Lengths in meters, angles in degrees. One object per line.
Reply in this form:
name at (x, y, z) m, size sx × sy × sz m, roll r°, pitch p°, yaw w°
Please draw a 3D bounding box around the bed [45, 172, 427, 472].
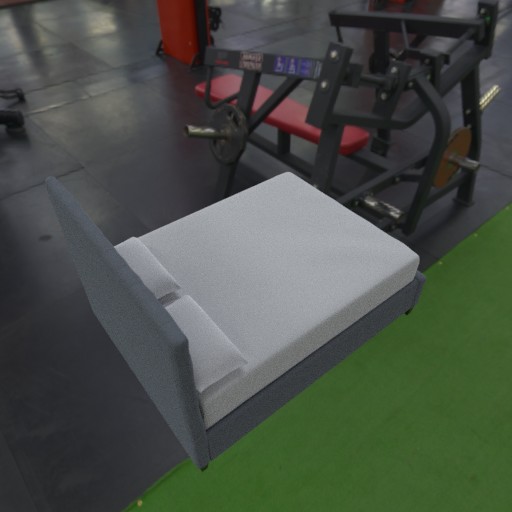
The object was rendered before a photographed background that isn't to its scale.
bed at (0.000, 0.000, 3.377) m, size 2.231 × 1.427 × 1.698 m, roll -28°, pitch 50°, yaw -27°
